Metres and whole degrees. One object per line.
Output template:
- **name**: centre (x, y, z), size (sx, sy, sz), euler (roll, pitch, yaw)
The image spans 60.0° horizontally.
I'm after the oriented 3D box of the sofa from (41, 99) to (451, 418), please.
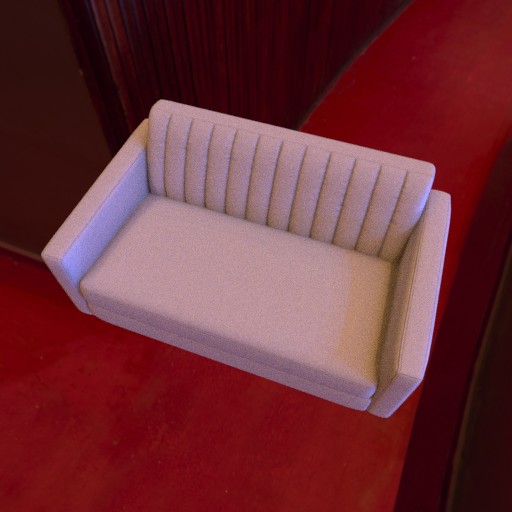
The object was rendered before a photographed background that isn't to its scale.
- **sofa**: centre (0.000, 0.000, 2.119), size (1.585, 0.801, 0.950), euler (17, 57, 11)
